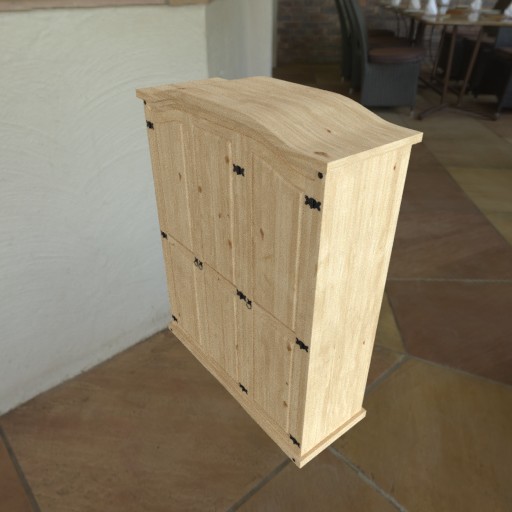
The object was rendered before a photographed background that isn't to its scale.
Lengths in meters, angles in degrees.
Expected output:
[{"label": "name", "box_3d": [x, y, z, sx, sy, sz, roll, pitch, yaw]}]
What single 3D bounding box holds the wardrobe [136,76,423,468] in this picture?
[{"label": "wardrobe", "box_3d": [0.000, 0.000, 2.635, 0.570, 1.870, 1.500, -23, 39, -32]}]
